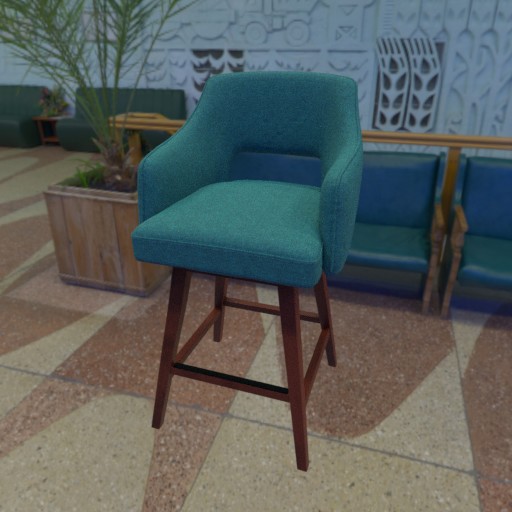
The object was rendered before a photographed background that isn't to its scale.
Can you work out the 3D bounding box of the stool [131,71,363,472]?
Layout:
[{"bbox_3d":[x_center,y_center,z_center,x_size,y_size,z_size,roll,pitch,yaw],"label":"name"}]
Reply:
[{"bbox_3d":[0.000,0.000,1.276,0.548,0.961,0.556,8,26,17],"label":"stool"}]
